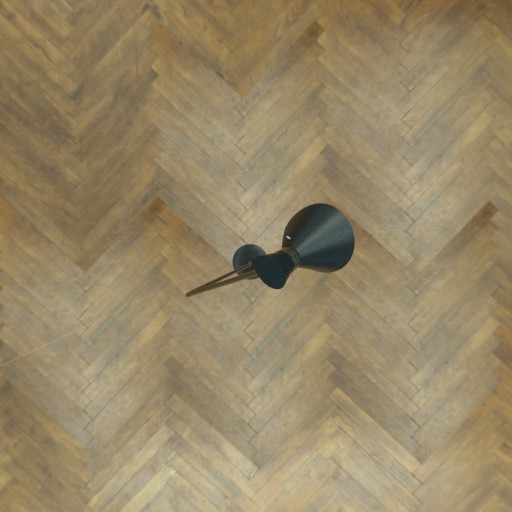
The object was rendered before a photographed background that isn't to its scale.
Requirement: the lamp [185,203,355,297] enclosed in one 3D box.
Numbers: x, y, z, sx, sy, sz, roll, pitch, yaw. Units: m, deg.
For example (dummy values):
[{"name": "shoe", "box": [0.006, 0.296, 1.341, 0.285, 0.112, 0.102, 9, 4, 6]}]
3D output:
[{"name": "lamp", "box": [0.000, 0.000, 1.617, 0.467, 1.438, 0.277, 0, 91, 0]}]
